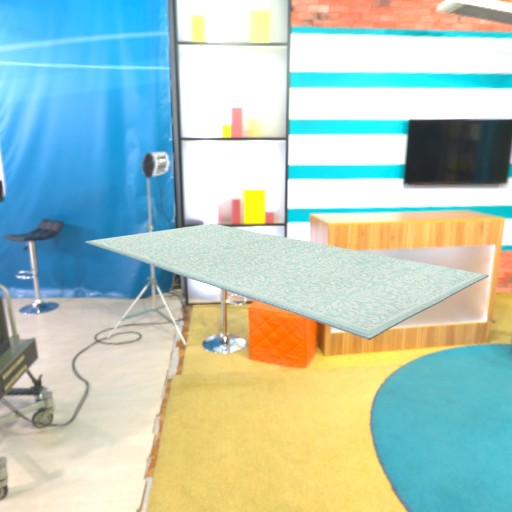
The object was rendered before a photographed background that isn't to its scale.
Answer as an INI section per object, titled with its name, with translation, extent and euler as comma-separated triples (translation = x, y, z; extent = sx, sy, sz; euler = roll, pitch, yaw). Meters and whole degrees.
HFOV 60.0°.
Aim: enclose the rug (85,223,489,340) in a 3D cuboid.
[rug]
translation = 0.000, 0.000, 1.440
extent = 0.604, 0.007, 1.219
euler = -13, 19, -43
